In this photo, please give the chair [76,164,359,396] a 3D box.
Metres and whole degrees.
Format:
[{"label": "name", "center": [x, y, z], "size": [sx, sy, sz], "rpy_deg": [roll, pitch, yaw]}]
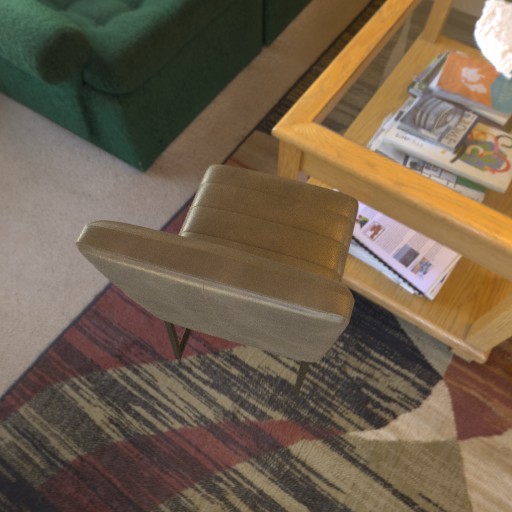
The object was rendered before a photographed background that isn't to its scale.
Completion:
[{"label": "chair", "center": [0.000, 0.000, 1.295], "size": [0.520, 0.930, 0.634], "rpy_deg": [15, 63, 8]}]
